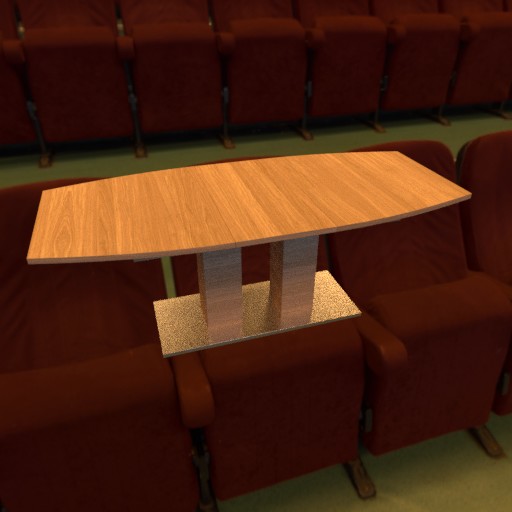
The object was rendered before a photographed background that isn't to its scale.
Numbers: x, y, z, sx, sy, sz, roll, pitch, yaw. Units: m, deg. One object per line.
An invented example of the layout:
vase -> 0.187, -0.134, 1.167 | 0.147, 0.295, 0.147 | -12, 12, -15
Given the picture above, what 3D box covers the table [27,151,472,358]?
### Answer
table -> 0.000, 0.000, 2.407 | 2.032, 0.750, 0.900 | -9, 33, -15
